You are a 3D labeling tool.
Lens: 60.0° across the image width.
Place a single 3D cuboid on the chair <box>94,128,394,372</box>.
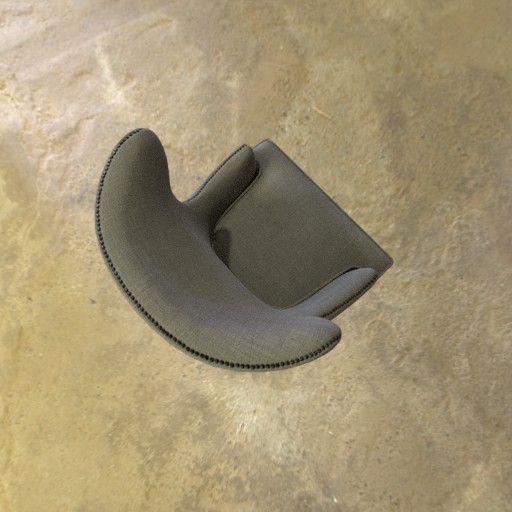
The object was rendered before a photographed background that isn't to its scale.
[{"bbox_3d":[0.000,0.000,1.810,0.883,1.176,0.864,-41,79,-10],"label":"chair"}]
